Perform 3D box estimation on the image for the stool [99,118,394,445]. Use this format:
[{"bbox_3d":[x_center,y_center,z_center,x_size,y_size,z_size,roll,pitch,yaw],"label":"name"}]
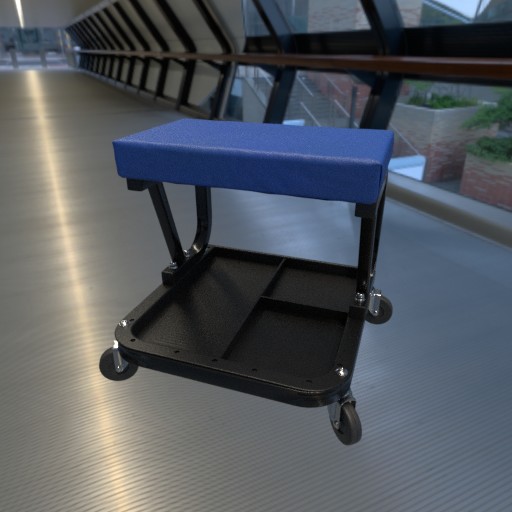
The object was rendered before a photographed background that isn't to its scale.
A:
[{"bbox_3d":[0.000,0.000,0.716,0.446,0.380,0.371,9,27,17],"label":"stool"}]
